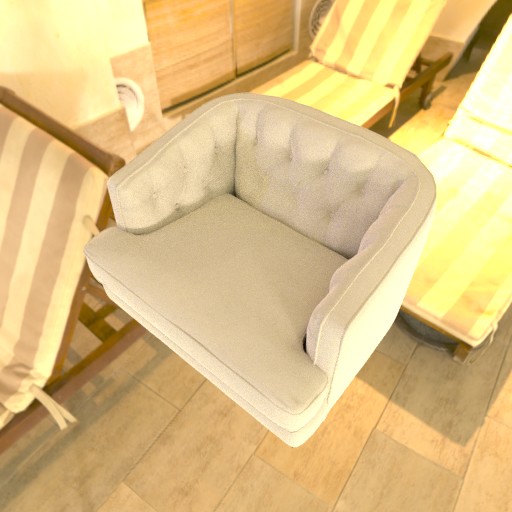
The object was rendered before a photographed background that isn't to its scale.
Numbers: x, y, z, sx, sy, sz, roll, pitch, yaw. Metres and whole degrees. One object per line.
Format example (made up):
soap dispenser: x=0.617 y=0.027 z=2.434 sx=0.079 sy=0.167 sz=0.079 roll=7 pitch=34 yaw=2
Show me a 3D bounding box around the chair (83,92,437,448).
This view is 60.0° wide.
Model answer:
chair: x=0.000 y=0.000 z=1.783 sx=1.104 sy=0.852 sz=0.941 roll=32 pitch=54 yaw=26
